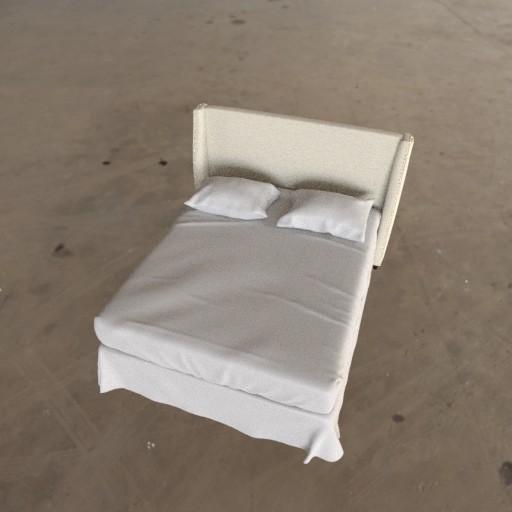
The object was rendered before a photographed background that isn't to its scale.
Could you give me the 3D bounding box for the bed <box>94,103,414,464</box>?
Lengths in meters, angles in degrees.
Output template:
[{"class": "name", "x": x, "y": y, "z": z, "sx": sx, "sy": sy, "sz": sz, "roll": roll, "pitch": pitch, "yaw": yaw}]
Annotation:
[{"class": "bed", "x": 0.000, "y": 0.000, "z": 3.438, "sx": 1.925, "sy": 1.332, "sz": 2.276, "roll": 13, "pitch": 43, "yaw": 15}]
